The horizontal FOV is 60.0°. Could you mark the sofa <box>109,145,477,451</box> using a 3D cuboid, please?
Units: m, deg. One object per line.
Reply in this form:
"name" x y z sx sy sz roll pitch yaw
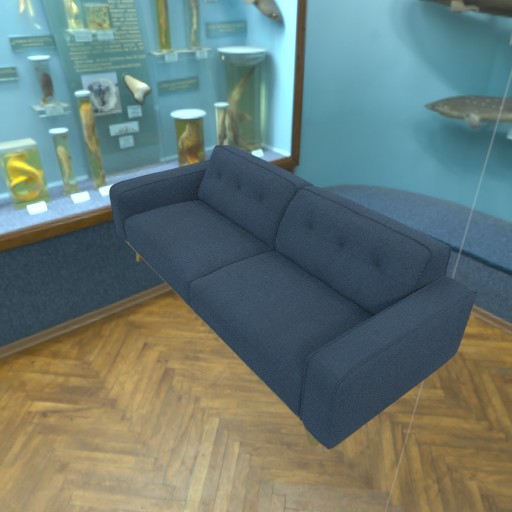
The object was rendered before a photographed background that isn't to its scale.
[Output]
"sofa" 0.000 0.000 2.682 0.953 0.782 2.270 -22 38 -30
